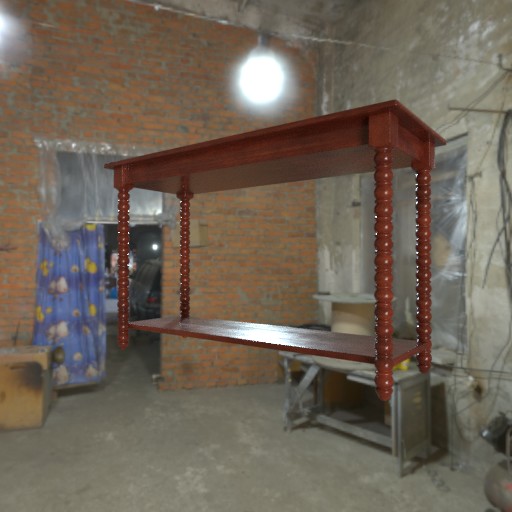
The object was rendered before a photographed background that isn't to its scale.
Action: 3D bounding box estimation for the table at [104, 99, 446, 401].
[{"bbox_3d":[0.000,0.000,1.584,1.184,0.740,0.459,0,-1,37],"label":"table"}]
